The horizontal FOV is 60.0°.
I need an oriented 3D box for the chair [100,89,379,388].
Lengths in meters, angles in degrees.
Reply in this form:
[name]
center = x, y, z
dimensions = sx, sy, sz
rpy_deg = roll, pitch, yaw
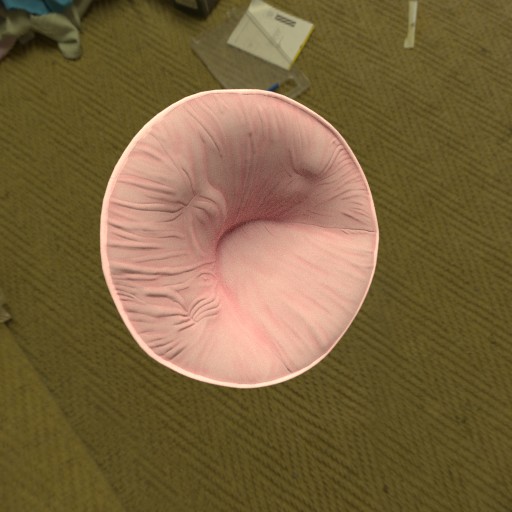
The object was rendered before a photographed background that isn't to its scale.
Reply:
[chair]
center = 0.000, 0.000, 0.887
dimensions = 0.459, 0.494, 0.522
rpy_deg = 34, 79, 8
